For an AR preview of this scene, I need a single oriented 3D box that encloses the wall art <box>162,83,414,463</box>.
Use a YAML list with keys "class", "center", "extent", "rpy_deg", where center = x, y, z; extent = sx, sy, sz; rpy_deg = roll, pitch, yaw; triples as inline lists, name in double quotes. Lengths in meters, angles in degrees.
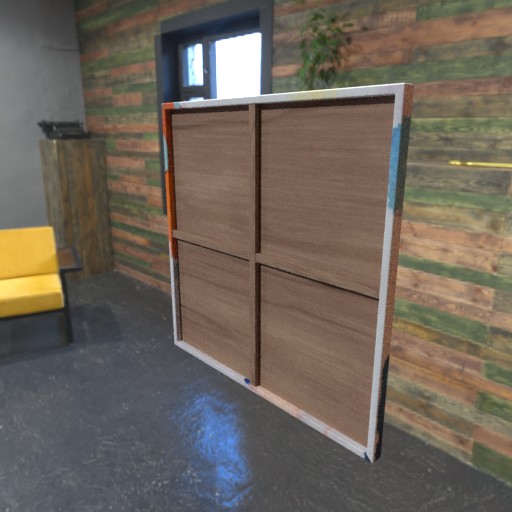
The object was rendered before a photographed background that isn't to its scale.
- class: "wall art"
  center: [0.000, 0.000, 1.496]
  extent: [0.044, 1.017, 1.017]
  rpy_deg: [-14, 21, -41]
